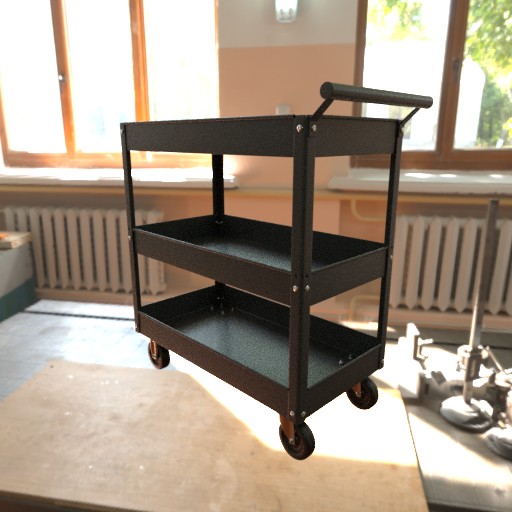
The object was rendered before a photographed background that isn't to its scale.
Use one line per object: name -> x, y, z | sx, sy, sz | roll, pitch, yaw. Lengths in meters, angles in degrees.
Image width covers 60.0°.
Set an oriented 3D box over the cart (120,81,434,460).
cart -> 0.000, 0.000, 1.174 | 0.366, 0.780, 0.719 | -14, 21, -43
